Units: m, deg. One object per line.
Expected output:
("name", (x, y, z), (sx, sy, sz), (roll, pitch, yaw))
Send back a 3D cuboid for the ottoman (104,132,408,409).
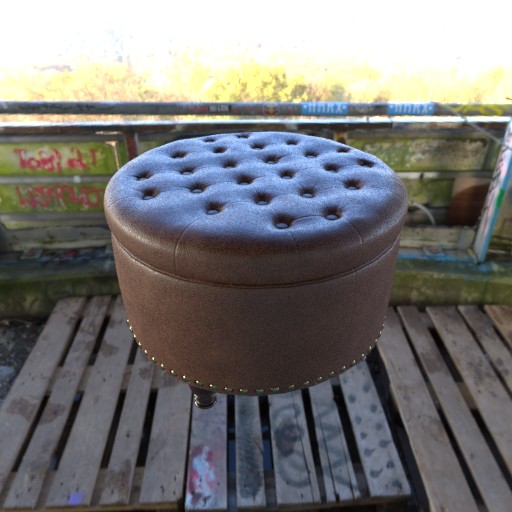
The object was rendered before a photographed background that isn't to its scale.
("ottoman", (0.000, 0.000, 1.059), (0.637, 0.442, 0.637), (0, 32, 0))
